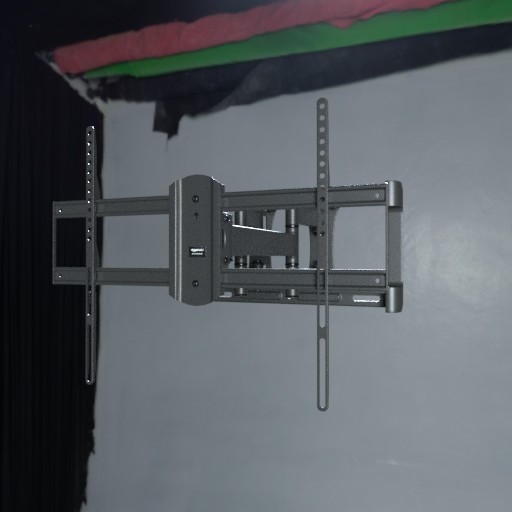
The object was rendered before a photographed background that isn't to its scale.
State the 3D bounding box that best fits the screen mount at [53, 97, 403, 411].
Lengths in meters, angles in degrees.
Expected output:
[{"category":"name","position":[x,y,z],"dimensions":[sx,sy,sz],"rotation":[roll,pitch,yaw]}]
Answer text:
[{"category":"screen mount","position":[0.000,0.000,1.068],"dimensions":[0.661,0.491,0.644],"rotation":[0,0,19]}]
